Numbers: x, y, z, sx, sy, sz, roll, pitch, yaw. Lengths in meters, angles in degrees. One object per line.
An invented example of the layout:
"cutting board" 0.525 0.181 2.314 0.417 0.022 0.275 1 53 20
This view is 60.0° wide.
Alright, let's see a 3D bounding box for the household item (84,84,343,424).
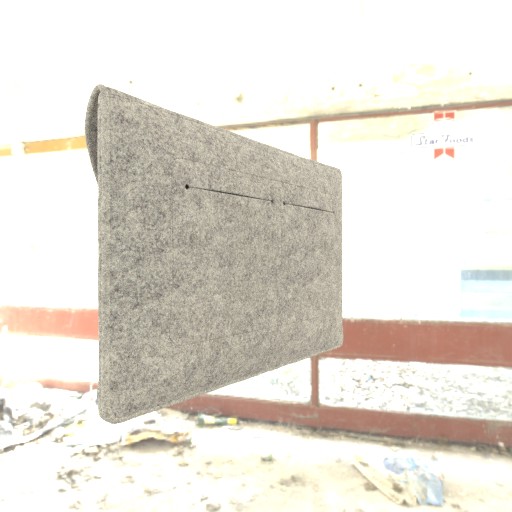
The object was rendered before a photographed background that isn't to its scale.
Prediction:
"household item" 0.000 0.000 0.418 0.057 0.221 0.335 0 -1 37
